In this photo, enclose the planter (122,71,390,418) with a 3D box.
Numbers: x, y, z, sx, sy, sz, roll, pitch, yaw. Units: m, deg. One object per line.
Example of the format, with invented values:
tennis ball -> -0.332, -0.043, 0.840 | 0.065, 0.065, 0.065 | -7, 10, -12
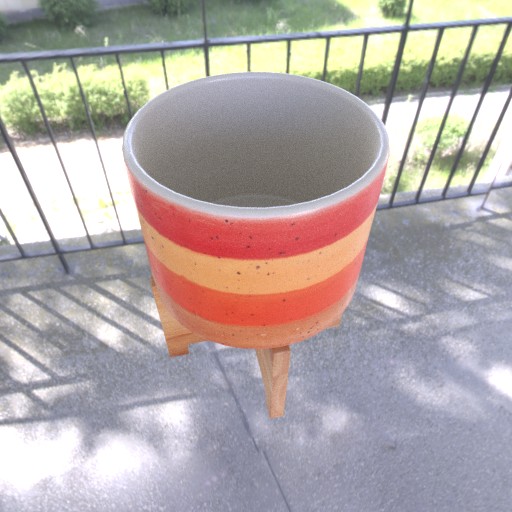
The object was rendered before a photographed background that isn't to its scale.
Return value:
planter -> 0.000, 0.000, 0.415 | 0.199, 0.268, 0.199 | 0, 46, 0
